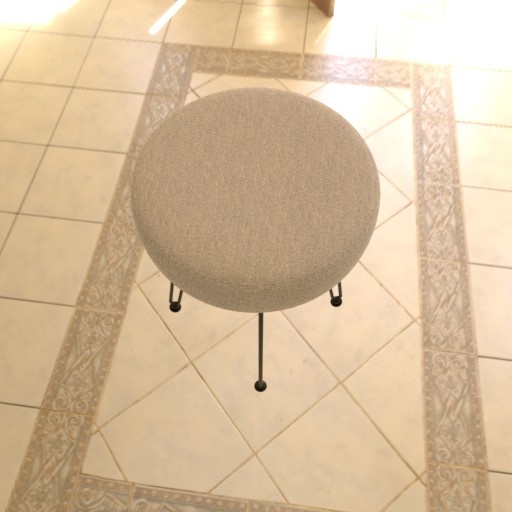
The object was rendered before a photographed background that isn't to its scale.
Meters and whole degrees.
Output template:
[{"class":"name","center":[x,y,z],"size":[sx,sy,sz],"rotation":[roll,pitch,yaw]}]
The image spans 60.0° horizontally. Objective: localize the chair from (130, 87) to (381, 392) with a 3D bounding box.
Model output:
[{"class":"chair","center":[0.000,0.000,0.705],"size":[0.350,0.440,0.350],"rotation":[-2,64,-1]}]
